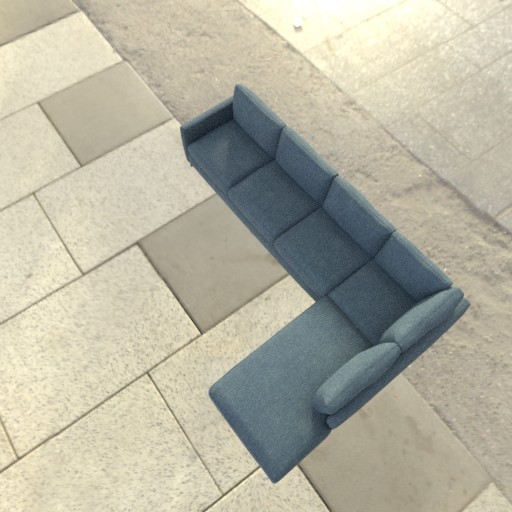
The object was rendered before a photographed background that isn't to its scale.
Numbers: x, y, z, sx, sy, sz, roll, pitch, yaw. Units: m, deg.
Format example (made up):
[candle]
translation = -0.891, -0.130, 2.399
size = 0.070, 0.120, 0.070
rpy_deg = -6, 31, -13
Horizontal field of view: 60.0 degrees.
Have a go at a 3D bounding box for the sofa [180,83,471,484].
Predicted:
[sofa]
translation = 0.000, 0.000, 3.836
size = 2.007, 0.815, 2.949
rpy_deg = -35, 69, -16
